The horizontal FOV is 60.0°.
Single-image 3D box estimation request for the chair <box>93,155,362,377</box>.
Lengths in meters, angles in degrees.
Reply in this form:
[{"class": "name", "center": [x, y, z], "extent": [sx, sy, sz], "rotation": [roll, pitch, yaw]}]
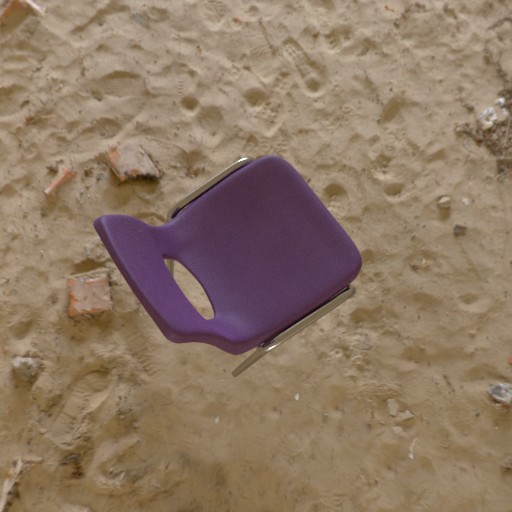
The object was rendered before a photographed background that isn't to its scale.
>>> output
[{"class": "chair", "center": [0.000, 0.000, 0.964], "extent": [0.432, 0.704, 0.381], "rotation": [-34, 78, -9]}]
